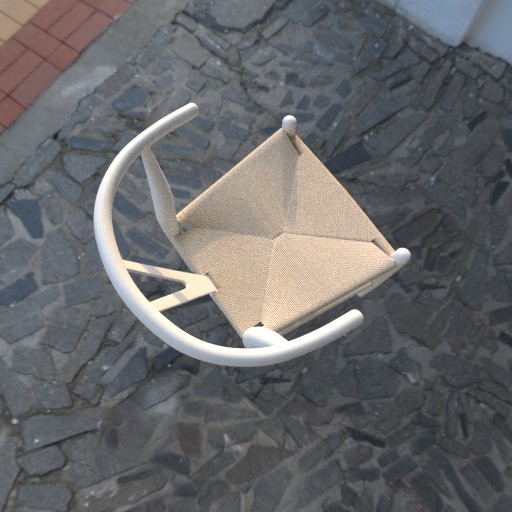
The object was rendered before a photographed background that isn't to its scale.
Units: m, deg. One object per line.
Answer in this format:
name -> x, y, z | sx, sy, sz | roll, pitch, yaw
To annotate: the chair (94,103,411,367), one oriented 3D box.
chair -> 0.000, 0.000, 1.139 | 0.579, 0.730, 0.569 | -35, 77, -9
